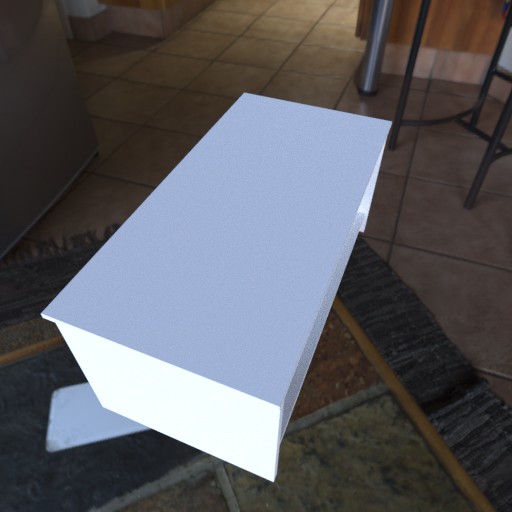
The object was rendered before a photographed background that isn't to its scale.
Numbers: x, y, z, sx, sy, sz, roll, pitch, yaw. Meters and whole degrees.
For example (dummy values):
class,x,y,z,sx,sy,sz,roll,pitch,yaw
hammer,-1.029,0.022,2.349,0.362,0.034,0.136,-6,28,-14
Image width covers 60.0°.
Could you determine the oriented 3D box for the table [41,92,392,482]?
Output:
class,x,y,z,sx,sy,sz,roll,pitch,yaw
table,0.000,0.000,1.280,0.500,0.441,1.000,17,49,15
